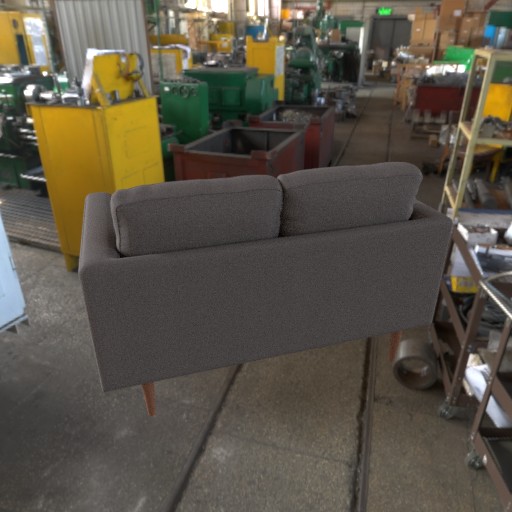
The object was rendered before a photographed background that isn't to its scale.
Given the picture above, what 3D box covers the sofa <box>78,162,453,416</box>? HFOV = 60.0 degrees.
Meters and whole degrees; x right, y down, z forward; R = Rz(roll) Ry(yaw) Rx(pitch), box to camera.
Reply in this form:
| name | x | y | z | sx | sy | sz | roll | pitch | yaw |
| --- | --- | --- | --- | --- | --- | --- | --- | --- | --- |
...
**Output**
| name | x | y | z | sx | sy | sz | roll | pitch | yaw |
| --- | --- | --- | --- | --- | --- | --- | --- | --- | --- |
| sofa | 0.000 | 0.000 | 2.022 | 1.430 | 0.908 | 0.796 | -8 | 28 | -15 |
